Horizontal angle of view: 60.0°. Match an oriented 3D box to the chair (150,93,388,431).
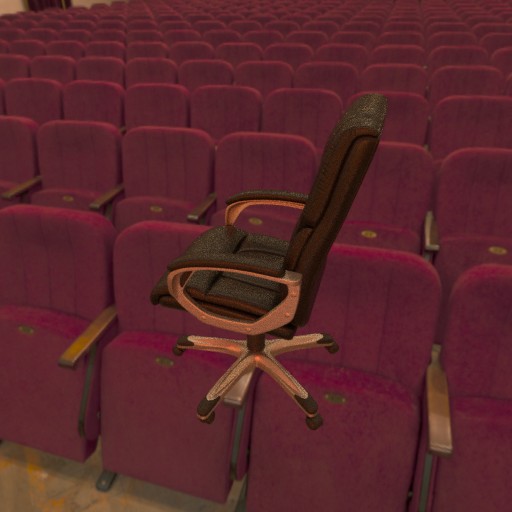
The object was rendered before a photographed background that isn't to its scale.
[{"bbox_3d":[0.000,0.000,1.637,0.780,1.145,0.700,9,31,14],"label":"chair"}]
